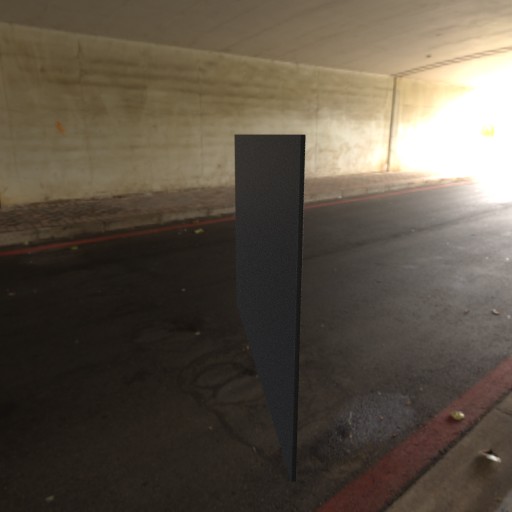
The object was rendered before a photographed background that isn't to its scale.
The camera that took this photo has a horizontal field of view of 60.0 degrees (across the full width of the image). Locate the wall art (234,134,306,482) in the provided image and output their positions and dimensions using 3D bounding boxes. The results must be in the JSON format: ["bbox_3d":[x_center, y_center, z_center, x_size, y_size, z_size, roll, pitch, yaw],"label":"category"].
[{"bbox_3d":[0.000,0.000,1.533,0.013,0.811,1.192,-2,16,-8],"label":"wall art"}]
